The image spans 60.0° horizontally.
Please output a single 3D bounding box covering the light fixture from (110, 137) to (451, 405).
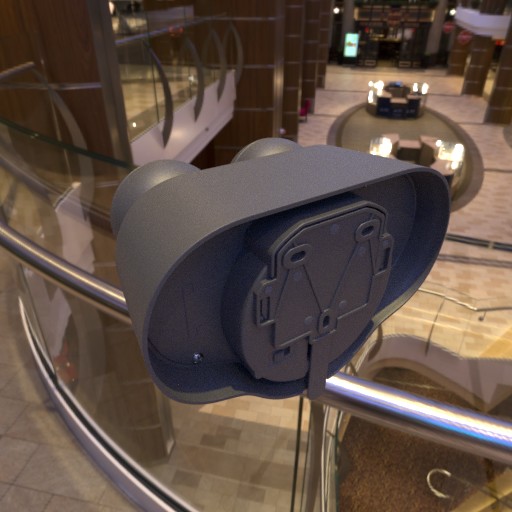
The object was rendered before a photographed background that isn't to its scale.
[{"bbox_3d":[0.000,0.000,0.330,0.229,0.159,0.159,-19,37,-28],"label":"light fixture"}]
